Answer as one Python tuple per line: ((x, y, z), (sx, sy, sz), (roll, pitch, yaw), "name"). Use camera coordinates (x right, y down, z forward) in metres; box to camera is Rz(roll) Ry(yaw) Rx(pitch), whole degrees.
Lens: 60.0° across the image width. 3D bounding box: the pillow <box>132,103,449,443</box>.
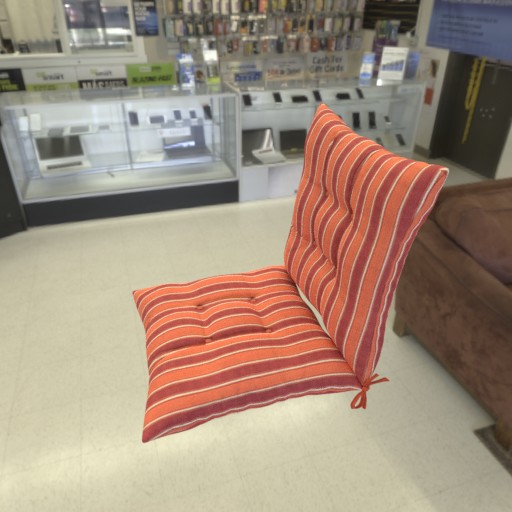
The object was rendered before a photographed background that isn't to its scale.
((0.000, 0.000, 0.990), (0.585, 0.536, 0.541), (-8, 32, -14), "pillow")
